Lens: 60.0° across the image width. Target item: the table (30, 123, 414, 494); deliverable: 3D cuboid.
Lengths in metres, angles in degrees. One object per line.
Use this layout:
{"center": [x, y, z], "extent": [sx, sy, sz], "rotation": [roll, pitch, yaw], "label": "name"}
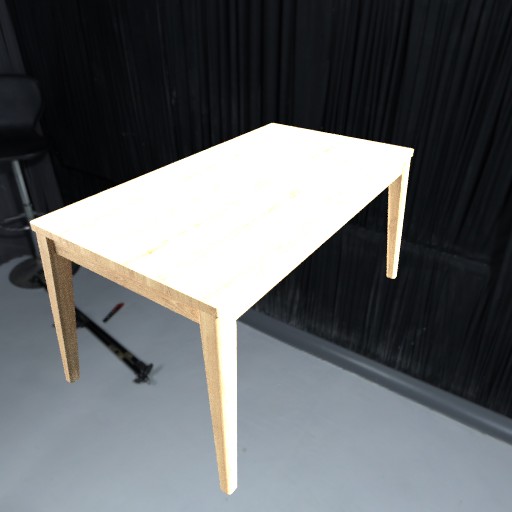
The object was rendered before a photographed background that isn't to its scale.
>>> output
{"center": [0.000, 0.000, 2.060], "extent": [0.900, 0.760, 1.600], "rotation": [20, 37, 29], "label": "table"}
